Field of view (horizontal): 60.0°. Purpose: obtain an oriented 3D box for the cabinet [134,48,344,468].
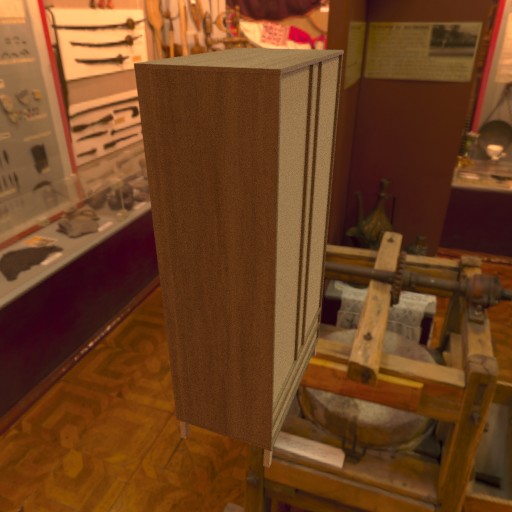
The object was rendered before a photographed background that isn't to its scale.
[{"bbox_3d":[0.000,0.000,2.422,0.571,1.999,1.006,11,30,19],"label":"cabinet"}]
